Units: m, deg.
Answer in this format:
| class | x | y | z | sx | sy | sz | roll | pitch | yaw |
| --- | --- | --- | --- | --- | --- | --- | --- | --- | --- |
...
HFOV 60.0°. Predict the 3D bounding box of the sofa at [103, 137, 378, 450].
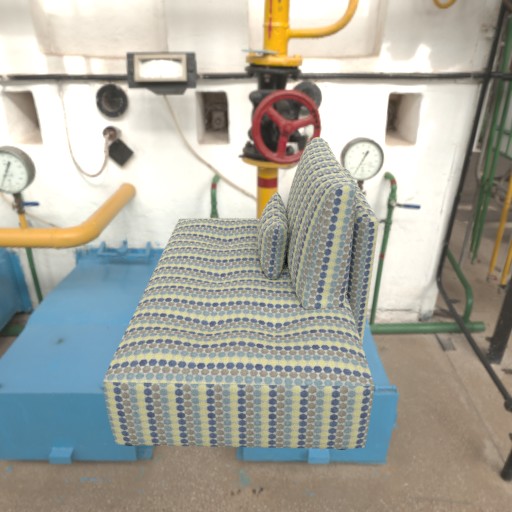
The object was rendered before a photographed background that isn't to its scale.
| class | x | y | z | sx | sy | sz | roll | pitch | yaw |
| --- | --- | --- | --- | --- | --- | --- | --- | --- | --- |
| sofa | 0.000 | 0.000 | 2.017 | 1.000 | 0.820 | 1.450 | 1 | 27 | 1 |
